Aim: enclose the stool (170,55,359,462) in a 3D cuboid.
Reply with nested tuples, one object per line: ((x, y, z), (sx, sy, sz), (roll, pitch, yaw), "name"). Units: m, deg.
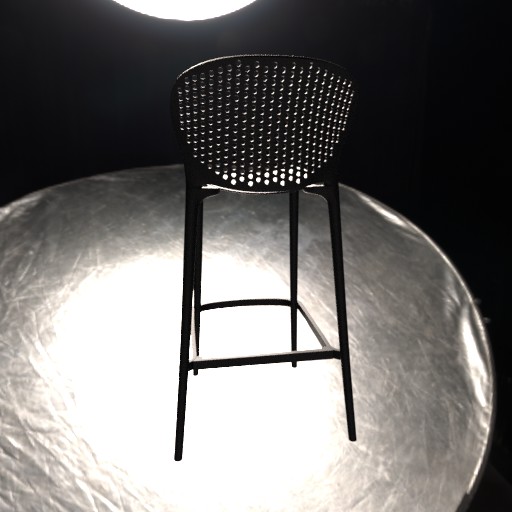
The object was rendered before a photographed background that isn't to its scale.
((0.000, 0.000, 1.353), (0.536, 1.045, 0.535), (-2, 15, -9), "stool")
